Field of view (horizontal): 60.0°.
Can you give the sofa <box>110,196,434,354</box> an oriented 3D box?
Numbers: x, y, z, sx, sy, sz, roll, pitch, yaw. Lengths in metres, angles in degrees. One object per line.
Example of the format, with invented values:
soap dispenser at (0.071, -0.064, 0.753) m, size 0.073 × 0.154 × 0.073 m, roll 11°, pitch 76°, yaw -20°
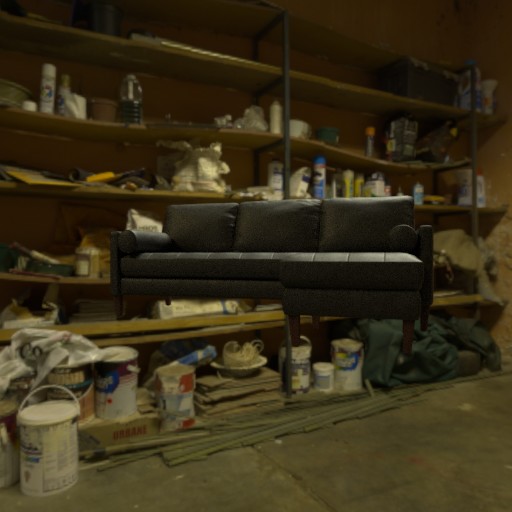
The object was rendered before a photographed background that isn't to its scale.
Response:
sofa at (0.000, 0.000, 2.922) m, size 2.178 × 0.876 × 1.497 m, roll 0°, pitch 0°, yaw 18°
